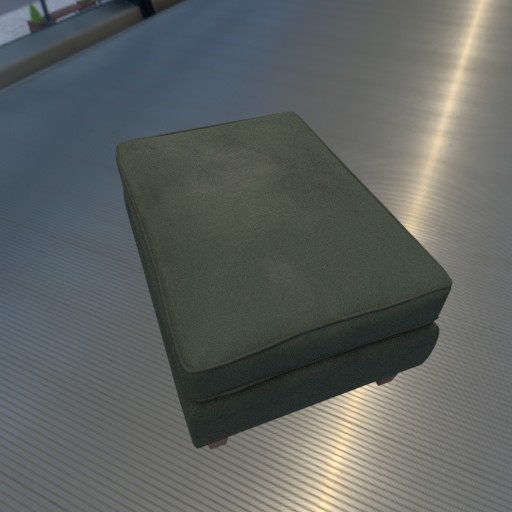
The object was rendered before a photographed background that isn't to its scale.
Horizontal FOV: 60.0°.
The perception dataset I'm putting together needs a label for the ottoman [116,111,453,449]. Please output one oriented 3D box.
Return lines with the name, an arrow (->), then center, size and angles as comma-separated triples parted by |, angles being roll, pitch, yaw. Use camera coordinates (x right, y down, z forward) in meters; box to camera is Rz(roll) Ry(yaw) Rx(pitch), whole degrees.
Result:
ottoman -> 0.000, 0.000, 1.282 | 0.632, 0.495, 0.864 | -15, 47, -15
